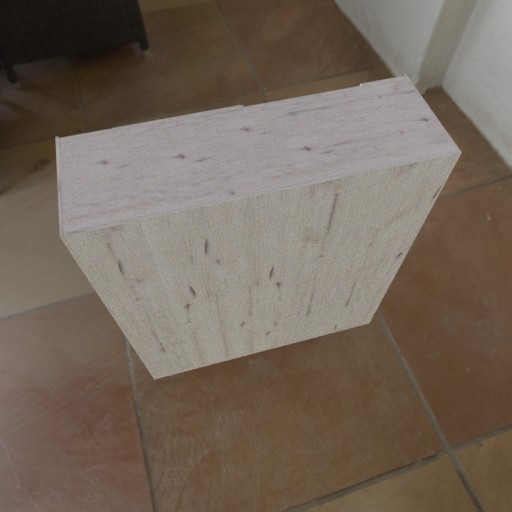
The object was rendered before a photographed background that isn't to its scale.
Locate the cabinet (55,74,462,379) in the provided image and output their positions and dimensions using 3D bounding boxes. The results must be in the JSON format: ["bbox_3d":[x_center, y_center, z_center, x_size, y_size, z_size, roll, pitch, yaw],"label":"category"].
[{"bbox_3d":[0.000,0.000,3.218,2.000,2.180,0.660,-13,59,-8],"label":"cabinet"}]
